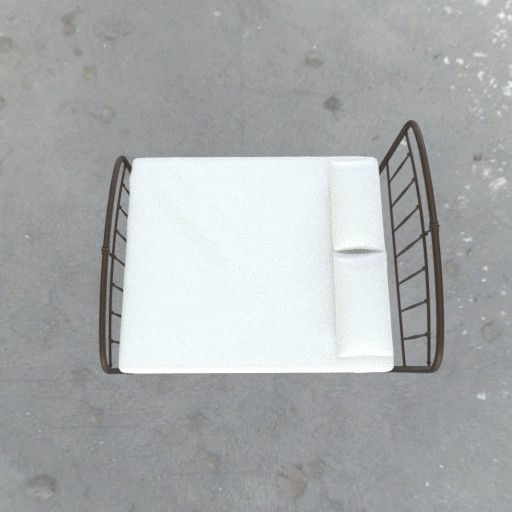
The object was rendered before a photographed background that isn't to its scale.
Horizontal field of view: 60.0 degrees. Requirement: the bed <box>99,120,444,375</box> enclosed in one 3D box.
[{"bbox_3d":[0.000,0.000,3.295,2.180,1.425,1.711,0,76,0],"label":"bed"}]
